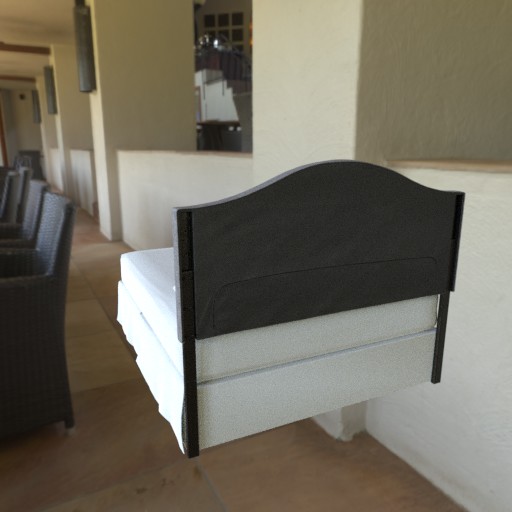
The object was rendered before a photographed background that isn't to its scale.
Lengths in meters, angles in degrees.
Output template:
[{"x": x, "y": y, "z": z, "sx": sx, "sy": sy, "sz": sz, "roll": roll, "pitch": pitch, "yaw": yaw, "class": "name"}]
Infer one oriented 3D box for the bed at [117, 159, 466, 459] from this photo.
[{"x": 0.000, "y": 0.000, "z": 2.944, "sx": 1.610, "sy": 1.295, "sz": 1.870, "roll": -6, "pitch": 15, "yaw": -25, "class": "bed"}]
